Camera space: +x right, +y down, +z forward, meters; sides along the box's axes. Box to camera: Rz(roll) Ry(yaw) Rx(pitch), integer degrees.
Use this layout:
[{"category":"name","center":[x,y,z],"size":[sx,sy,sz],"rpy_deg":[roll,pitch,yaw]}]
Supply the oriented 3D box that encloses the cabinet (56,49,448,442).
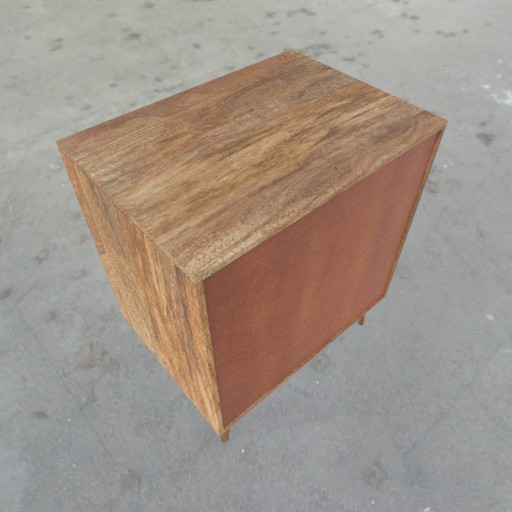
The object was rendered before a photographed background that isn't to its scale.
[{"category":"cabinet","center":[0.000,0.000,1.176],"size":[0.647,0.758,0.473],"rpy_deg":[-33,55,-26]}]
